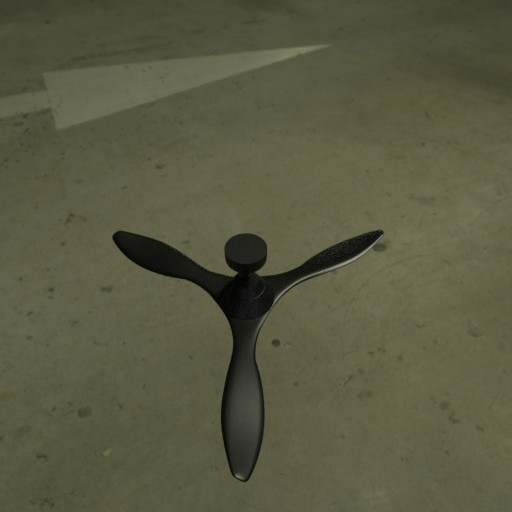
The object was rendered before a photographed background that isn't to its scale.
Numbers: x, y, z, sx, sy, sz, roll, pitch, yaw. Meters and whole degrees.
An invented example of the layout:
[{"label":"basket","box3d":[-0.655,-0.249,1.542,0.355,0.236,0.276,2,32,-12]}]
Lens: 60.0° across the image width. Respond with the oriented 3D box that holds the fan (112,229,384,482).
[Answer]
[{"label":"fan","box3d":[0.000,0.000,1.616,1.067,0.305,1.067,-33,55,-27]}]
